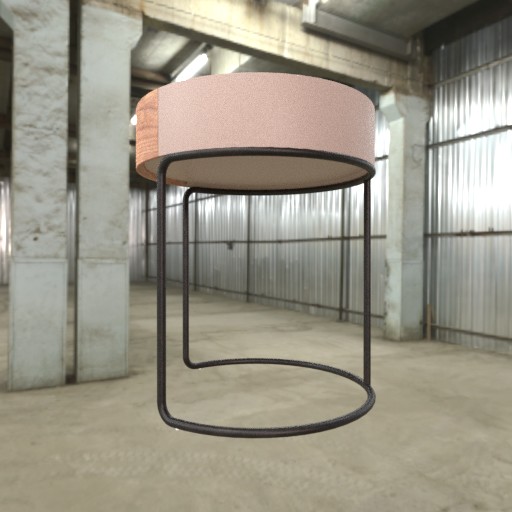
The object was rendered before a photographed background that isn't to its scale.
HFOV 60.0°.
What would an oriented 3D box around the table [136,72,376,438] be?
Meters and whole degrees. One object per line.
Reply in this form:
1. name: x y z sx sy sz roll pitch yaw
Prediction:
1. table: 0.000 0.000 0.861 0.450 0.530 0.450 0 0 0
